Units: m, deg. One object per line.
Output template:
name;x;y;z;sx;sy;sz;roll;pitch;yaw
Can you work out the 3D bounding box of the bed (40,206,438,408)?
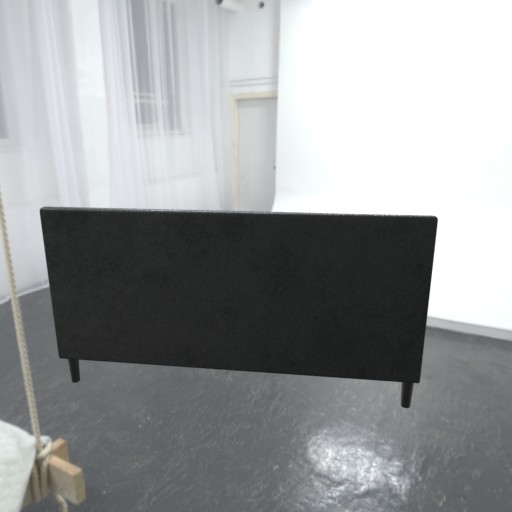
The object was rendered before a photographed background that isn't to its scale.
bed;0.000;0.000;3.366;2.018;1.046;2.152;2;16;7
